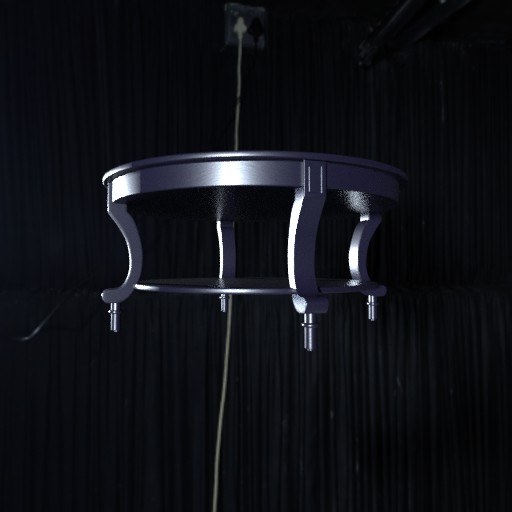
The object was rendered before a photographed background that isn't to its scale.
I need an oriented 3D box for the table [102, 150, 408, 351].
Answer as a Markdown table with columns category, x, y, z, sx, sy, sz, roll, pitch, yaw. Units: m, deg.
| category | x | y | z | sx | sy | sz | roll | pitch | yaw |
| --- | --- | --- | --- | --- | --- | --- | --- | --- | --- |
| table | 0.000 | 0.000 | 1.569 | 1.029 | 0.491 | 1.029 | 0 | -1 | 0 |
